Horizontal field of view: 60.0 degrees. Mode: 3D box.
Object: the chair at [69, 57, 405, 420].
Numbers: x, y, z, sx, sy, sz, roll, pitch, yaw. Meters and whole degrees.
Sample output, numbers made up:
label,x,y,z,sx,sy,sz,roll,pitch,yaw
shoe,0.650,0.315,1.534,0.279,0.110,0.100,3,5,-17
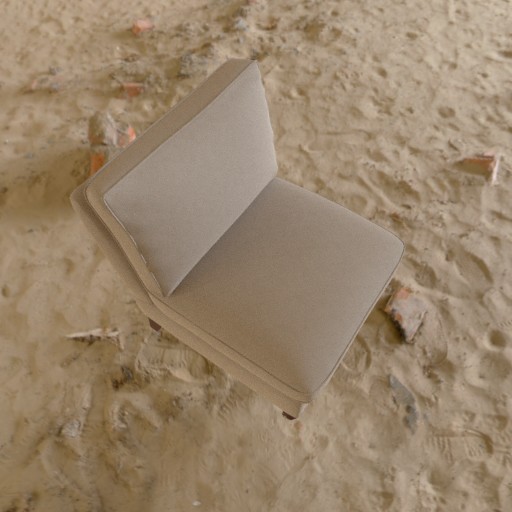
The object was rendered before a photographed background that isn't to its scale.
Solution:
label,x,y,z,sx,sy,sz,roll,pitch,yaw
chair,0.000,0.000,1.647,0.912,1.052,0.724,31,63,18
